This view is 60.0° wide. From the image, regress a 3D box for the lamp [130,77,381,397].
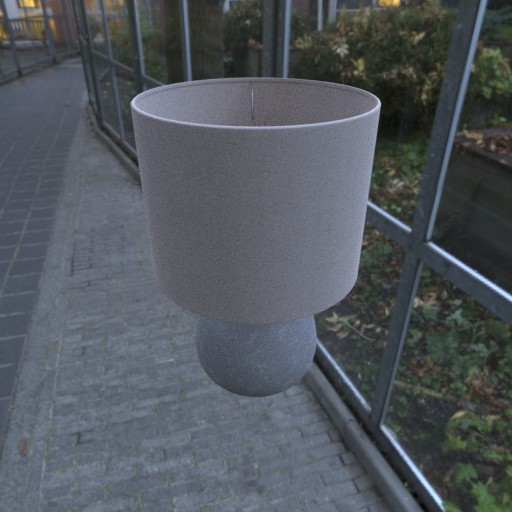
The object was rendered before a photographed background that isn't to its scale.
[{"bbox_3d":[0.000,0.000,0.593,0.269,0.409,0.269,-1,30,-2],"label":"lamp"}]
